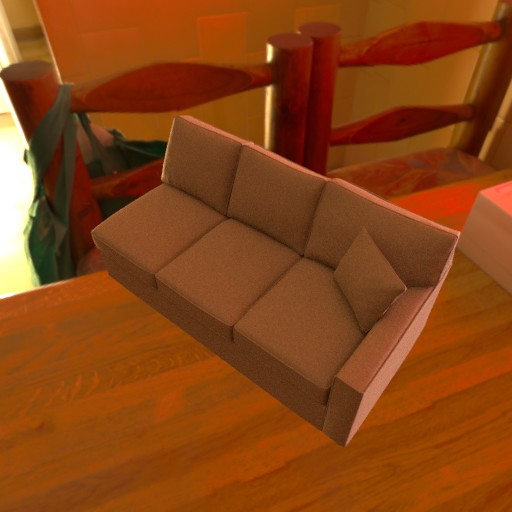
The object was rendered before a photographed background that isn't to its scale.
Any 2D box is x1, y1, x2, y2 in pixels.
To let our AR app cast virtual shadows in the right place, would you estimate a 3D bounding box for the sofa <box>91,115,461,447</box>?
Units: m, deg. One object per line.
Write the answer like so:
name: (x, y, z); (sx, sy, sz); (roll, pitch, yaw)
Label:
sofa: (0.000, 0.000, 2.684); (1.963, 0.946, 1.034); (30, 52, 26)
